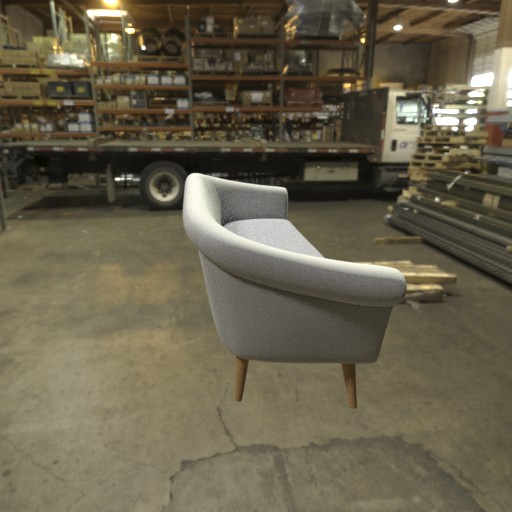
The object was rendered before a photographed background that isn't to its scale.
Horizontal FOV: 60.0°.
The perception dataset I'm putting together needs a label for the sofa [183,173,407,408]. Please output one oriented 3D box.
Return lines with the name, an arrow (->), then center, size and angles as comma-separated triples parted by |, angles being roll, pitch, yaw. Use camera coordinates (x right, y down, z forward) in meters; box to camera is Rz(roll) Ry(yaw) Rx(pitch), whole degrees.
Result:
sofa -> 0.000, 0.000, 2.566 | 0.827, 0.795, 2.160 | -2, 17, -8
